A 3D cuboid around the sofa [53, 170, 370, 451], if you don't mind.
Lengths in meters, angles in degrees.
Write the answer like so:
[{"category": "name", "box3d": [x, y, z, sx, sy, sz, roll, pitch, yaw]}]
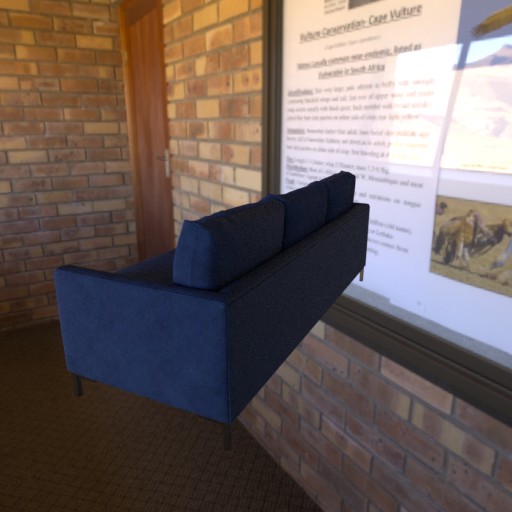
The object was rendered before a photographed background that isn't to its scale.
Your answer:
[{"category": "sofa", "box3d": [0.000, 0.000, 2.694, 0.875, 0.879, 2.252, 8, 18, 25]}]
